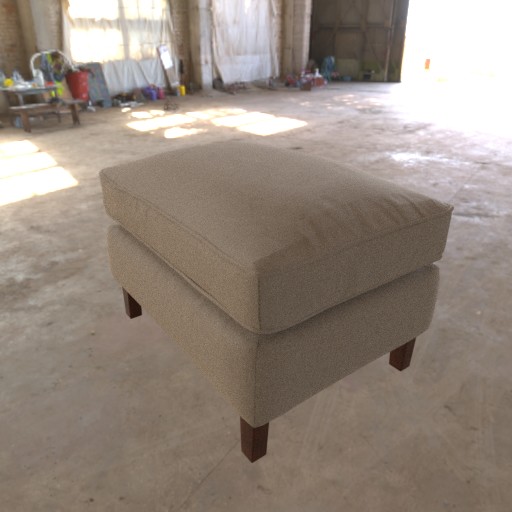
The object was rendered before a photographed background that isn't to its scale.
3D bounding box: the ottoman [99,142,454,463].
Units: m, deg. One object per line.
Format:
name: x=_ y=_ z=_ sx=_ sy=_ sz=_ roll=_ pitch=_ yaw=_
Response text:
ottoman: x=0.000 y=0.000 z=0.998 sx=0.501 sy=0.456 sz=0.665 roll=-17 pitch=31 yaw=-32
